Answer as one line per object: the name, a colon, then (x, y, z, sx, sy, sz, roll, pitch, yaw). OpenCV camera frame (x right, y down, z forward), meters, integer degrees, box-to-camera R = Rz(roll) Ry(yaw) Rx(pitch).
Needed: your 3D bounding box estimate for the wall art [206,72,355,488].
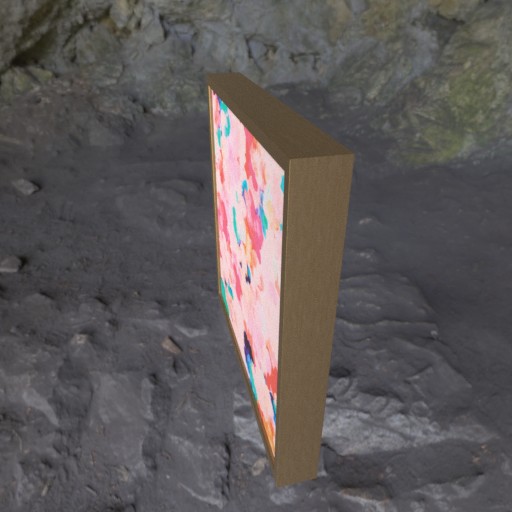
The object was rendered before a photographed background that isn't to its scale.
wall art: (0.000, 0.000, 0.451, 0.038, 0.305, 0.304, -7, 32, -12)
